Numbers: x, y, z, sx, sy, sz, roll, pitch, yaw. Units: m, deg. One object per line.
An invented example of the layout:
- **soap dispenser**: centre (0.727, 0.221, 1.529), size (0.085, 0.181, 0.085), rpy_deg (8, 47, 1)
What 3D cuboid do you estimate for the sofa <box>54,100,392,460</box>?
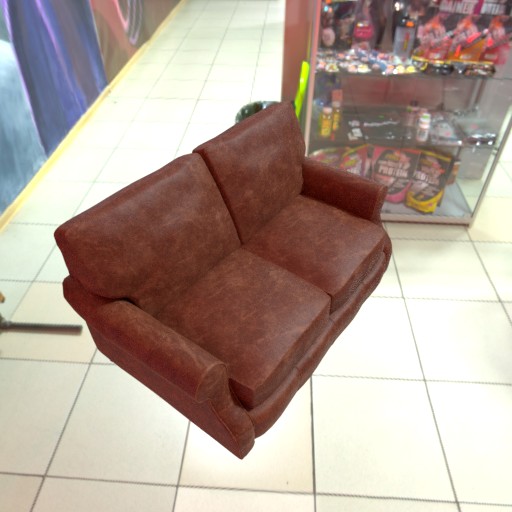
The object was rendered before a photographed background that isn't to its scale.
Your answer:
- **sofa**: centre (0.000, 0.000, 2.214), size (0.990, 0.967, 1.616), rpy_deg (26, 48, 26)
